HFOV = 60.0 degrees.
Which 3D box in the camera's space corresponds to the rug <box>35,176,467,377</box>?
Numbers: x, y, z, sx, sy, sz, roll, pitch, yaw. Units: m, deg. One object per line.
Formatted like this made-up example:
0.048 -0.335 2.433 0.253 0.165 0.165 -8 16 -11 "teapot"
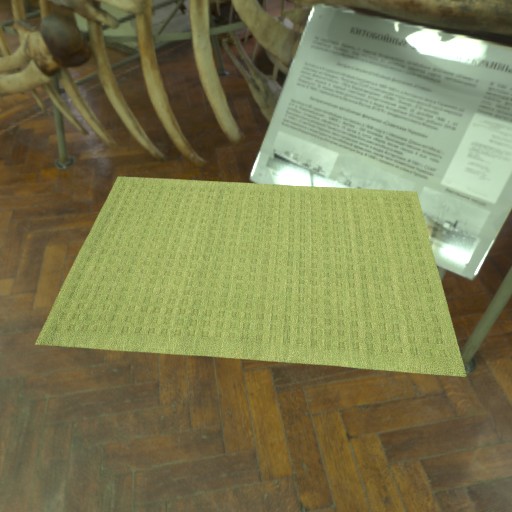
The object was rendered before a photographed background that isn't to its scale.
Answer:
0.000 0.000 2.861 2.297 0.007 1.529 3 46 3 "rug"
